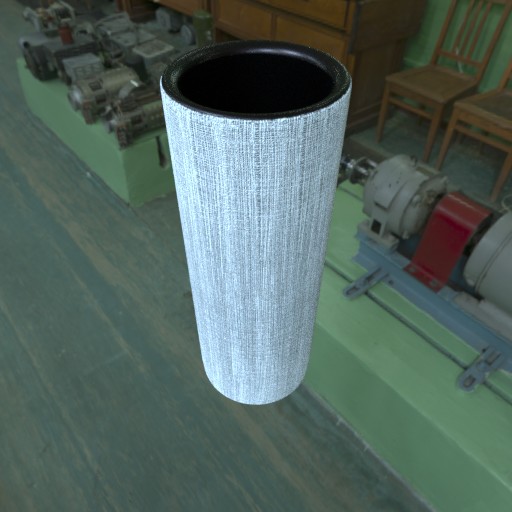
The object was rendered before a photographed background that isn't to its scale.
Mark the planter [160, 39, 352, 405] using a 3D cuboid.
[{"bbox_3d":[0.000,0.000,0.326,0.100,0.270,0.100,-32,53,-28],"label":"planter"}]
